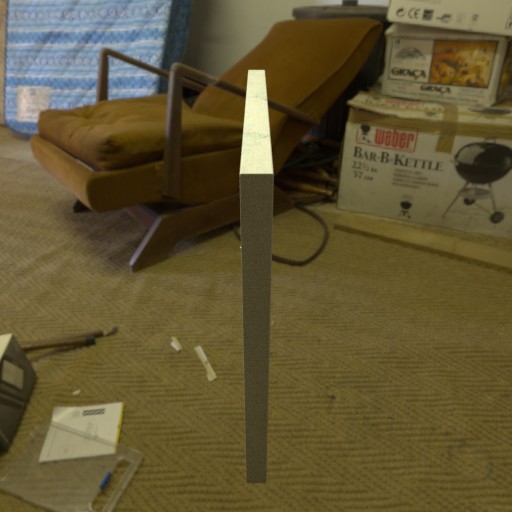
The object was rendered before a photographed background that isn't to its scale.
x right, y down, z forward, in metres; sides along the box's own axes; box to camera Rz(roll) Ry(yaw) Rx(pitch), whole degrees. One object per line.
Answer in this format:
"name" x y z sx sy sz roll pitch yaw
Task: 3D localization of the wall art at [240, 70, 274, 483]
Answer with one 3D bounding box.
"wall art" 0.000 0.000 0.915 0.040 0.612 0.612 0 33 0
